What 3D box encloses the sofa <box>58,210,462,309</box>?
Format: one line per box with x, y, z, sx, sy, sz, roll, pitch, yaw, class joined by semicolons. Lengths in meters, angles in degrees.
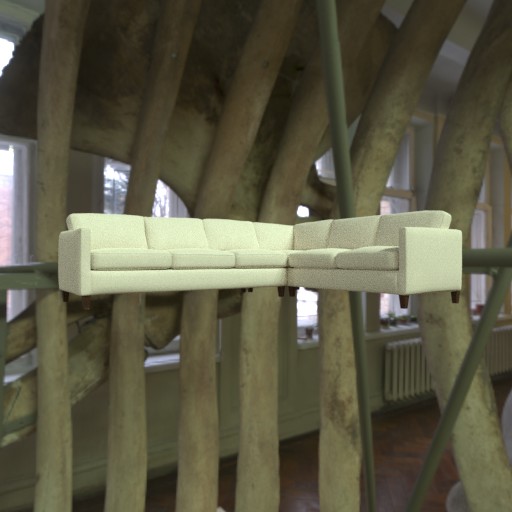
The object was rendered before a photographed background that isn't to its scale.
0.000;0.000;4.516;3.302;0.947;2.593;0;-1;-35;sofa
